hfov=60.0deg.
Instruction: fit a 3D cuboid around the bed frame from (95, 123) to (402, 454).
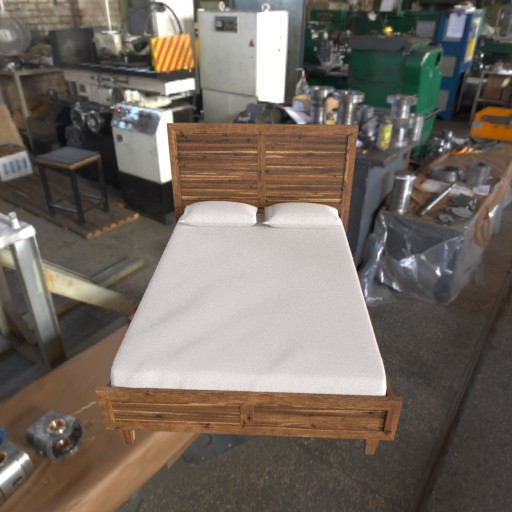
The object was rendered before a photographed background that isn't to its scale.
[{"bbox_3d":[0.000,0.000,3.307,1.696,1.417,2.276,1,30,2],"label":"bed frame"}]
